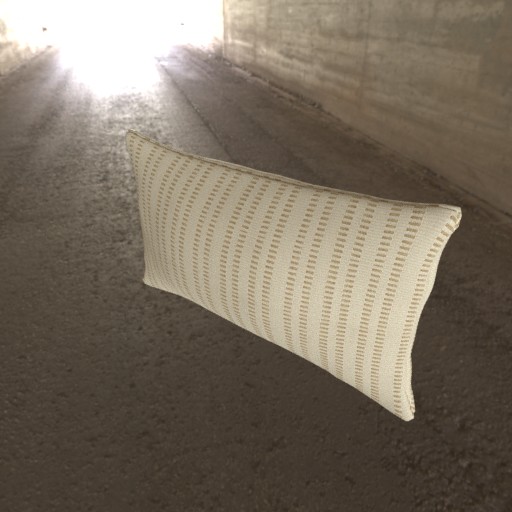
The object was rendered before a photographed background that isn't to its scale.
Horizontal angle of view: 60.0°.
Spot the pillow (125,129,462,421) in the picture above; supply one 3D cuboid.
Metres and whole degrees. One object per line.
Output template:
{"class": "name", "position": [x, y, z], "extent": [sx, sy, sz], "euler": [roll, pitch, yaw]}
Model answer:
{"class": "pillow", "position": [0.000, 0.000, 0.782], "extent": [0.640, 0.353, 0.210], "euler": [21, 36, 33]}
